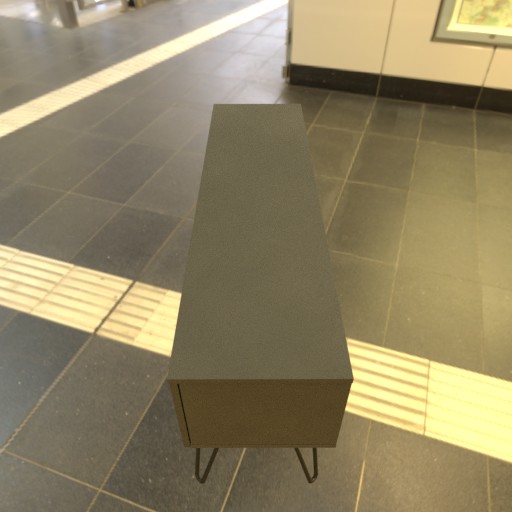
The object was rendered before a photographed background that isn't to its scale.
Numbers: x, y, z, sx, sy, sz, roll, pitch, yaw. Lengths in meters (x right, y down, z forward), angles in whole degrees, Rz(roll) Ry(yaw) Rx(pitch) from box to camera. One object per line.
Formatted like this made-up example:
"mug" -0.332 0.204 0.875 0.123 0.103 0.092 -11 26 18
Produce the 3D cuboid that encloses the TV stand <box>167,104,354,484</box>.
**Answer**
"TV stand" 0.000 0.000 1.623 0.400 0.560 1.400 0 41 0
